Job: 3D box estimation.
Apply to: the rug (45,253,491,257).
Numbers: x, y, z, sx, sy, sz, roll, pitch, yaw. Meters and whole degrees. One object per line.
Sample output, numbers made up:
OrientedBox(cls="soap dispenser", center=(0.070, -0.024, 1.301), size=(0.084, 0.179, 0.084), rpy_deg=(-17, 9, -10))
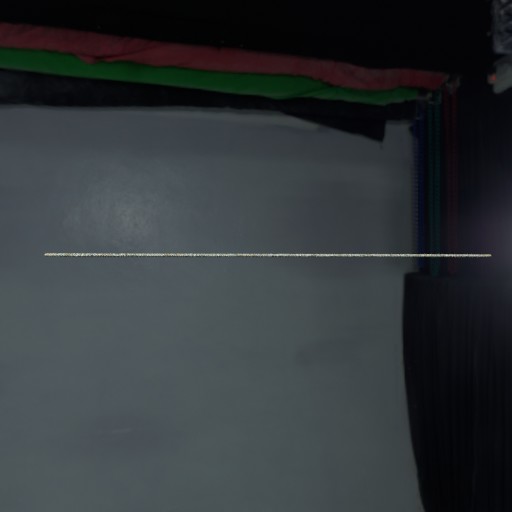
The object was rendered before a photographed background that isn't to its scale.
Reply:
OrientedBox(cls="rug", center=(0.000, 0.000, 2.297), size=(1.824, 0.010, 1.240), rpy_deg=(0, 0, -17))
